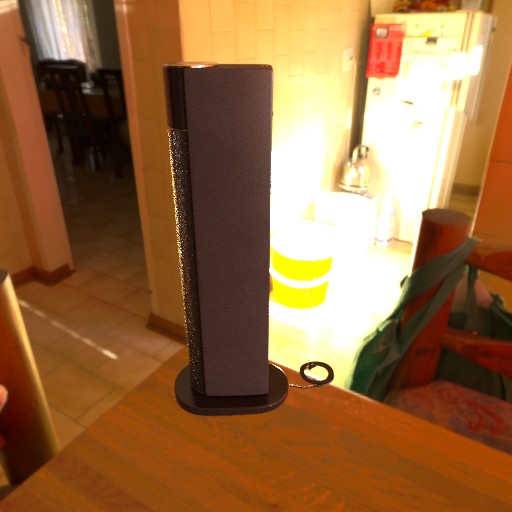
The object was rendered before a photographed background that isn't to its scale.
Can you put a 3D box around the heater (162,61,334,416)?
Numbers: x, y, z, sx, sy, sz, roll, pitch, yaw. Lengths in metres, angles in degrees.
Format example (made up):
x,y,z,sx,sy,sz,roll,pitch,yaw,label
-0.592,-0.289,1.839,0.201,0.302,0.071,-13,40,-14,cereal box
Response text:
x,y,z,sx,sy,sz,roll,pitch,yaw,label
0.000,0.000,1.070,0.458,0.856,0.214,0,27,1,heater
